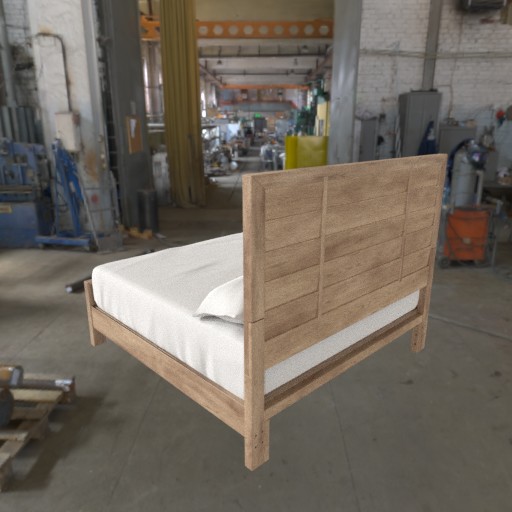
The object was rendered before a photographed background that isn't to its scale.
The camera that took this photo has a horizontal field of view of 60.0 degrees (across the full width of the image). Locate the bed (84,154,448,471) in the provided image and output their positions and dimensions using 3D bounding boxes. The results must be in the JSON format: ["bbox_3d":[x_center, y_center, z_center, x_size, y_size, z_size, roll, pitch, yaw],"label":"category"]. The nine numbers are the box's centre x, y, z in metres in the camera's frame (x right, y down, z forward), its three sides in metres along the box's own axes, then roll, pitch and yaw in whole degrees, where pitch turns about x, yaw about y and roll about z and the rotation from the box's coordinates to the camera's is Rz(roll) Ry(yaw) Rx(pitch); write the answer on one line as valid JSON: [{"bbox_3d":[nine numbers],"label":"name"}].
[{"bbox_3d":[0.000,0.000,3.606,2.032,1.626,2.062,-15,23,-42],"label":"bed"}]
